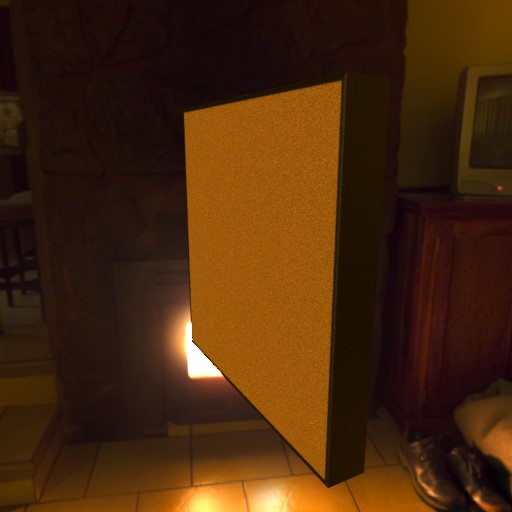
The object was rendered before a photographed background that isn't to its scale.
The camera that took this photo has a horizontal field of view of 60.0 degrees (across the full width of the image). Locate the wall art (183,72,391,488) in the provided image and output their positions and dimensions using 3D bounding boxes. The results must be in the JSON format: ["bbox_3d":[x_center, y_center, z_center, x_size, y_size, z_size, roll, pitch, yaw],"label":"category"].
[{"bbox_3d":[0.000,0.000,0.447,0.037,0.303,0.304,-7,15,-27],"label":"wall art"}]
